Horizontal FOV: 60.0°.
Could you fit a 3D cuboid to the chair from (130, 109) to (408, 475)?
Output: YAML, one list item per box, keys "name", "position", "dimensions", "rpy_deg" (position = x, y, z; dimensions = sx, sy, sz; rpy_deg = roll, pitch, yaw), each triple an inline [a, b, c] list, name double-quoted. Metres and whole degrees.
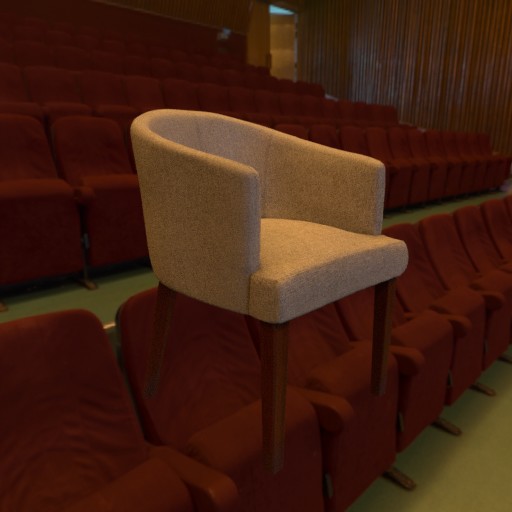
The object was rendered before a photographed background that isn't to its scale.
- name: "chair"
  position: [0.000, 0.000, 1.248]
  dimensions: [0.655, 0.811, 0.583]
  rpy_deg: [13, 19, 43]
